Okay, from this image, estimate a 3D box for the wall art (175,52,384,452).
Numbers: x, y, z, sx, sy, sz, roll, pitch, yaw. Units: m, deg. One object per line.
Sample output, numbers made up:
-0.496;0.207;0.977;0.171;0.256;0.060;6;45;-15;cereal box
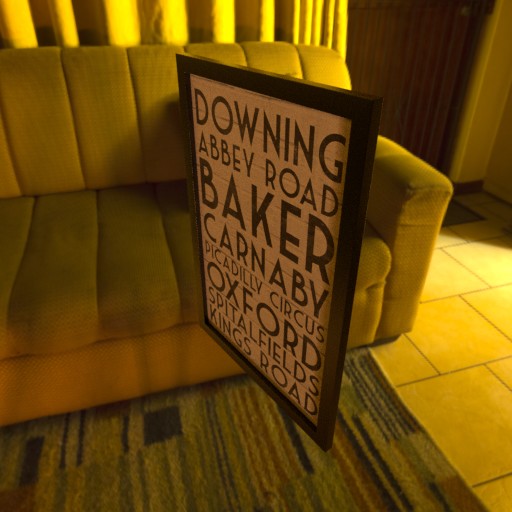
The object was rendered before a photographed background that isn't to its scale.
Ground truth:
0.000;0.000;0.551;0.013;0.432;0.304;-22;38;-31;wall art
